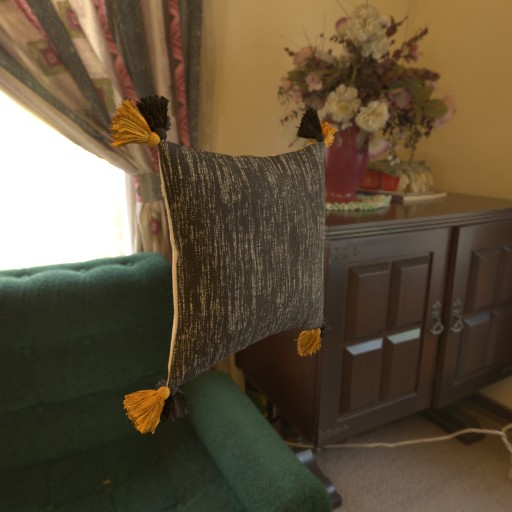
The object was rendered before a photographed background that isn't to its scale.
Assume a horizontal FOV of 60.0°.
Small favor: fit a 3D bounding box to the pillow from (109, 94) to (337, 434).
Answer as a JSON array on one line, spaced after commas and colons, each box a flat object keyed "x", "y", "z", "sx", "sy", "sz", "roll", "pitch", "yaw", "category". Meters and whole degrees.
[{"x": 0.000, "y": 0.000, "z": 0.979, "sx": 0.654, "sy": 0.659, "sz": 0.139, "roll": -13, "pitch": 19, "yaw": -43, "category": "pillow"}]
